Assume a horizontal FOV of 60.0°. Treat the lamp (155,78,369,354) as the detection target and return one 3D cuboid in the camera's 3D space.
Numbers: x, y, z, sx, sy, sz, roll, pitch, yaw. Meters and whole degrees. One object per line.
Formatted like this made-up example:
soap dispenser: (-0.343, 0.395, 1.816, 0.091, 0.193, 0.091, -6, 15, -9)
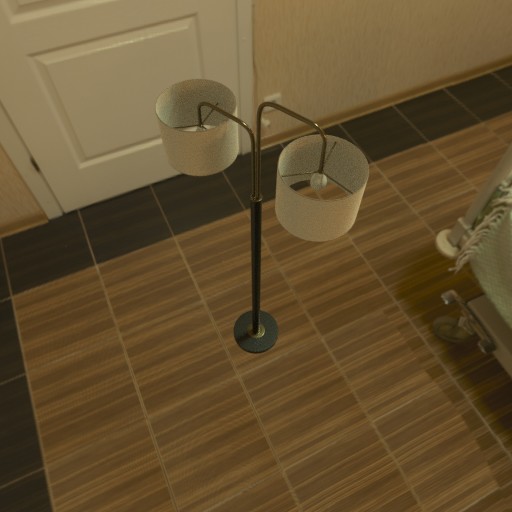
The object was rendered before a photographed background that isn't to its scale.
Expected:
lamp: (0.000, 0.000, 1.856, 0.711, 1.587, 0.254, 31, 62, 18)
